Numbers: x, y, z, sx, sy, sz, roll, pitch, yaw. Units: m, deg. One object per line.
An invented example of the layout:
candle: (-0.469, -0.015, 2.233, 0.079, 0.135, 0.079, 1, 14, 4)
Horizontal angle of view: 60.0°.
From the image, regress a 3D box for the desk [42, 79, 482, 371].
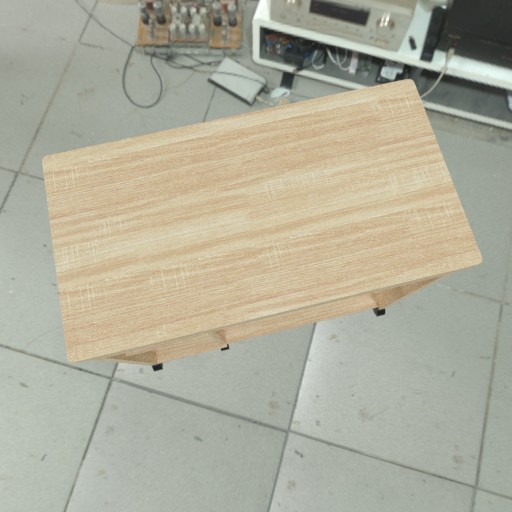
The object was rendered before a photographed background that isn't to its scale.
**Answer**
desk: (0.000, 0.000, 1.342, 0.884, 0.770, 0.480, -13, 75, -4)
